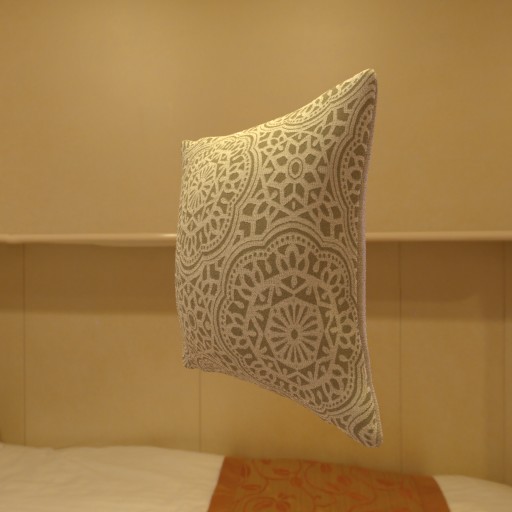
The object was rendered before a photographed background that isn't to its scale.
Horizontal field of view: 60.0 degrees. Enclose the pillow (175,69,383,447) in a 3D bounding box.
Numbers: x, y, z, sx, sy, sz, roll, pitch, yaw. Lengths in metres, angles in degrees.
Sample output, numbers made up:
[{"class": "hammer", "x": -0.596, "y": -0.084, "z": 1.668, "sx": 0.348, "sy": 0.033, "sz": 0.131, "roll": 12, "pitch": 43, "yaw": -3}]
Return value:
[{"class": "pillow", "x": 0.000, "y": 0.000, "z": 0.653, "sx": 0.167, "sy": 0.421, "sz": 0.438, "roll": -1, "pitch": 1, "yaw": -38}]
